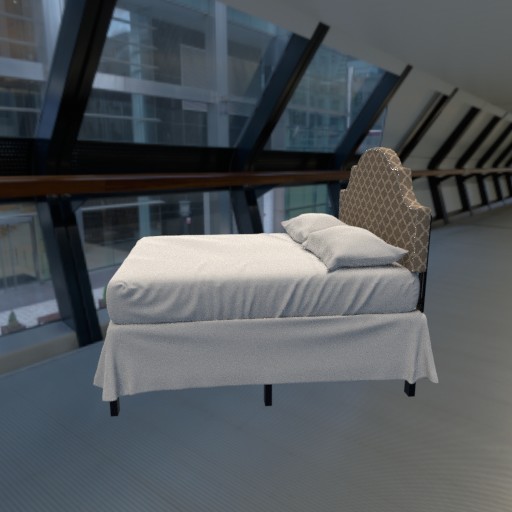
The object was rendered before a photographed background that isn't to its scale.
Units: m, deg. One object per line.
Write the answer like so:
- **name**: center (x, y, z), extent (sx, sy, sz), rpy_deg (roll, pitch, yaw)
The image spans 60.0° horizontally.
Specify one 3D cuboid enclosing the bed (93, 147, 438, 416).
- **bed**: center (0.000, 0.000, 3.420), extent (2.222, 1.633, 1.780), rpy_deg (-2, 13, -7)
